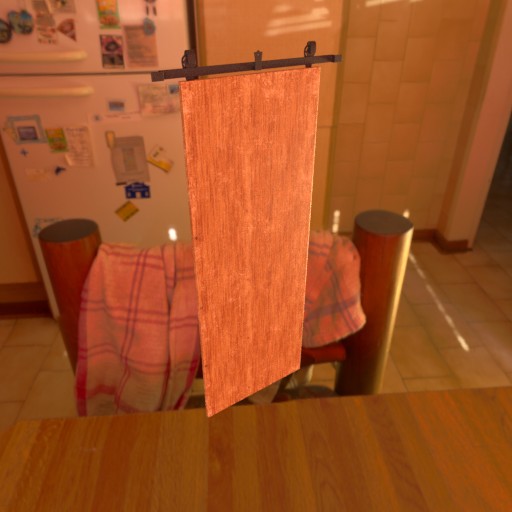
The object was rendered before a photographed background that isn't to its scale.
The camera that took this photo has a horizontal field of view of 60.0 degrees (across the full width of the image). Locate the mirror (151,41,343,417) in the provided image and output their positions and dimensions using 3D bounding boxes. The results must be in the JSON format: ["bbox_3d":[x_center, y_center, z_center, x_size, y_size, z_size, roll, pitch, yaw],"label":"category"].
[{"bbox_3d":[0.000,0.000,2.078,0.847,1.793,0.042,-19,36,-29],"label":"mirror"}]
